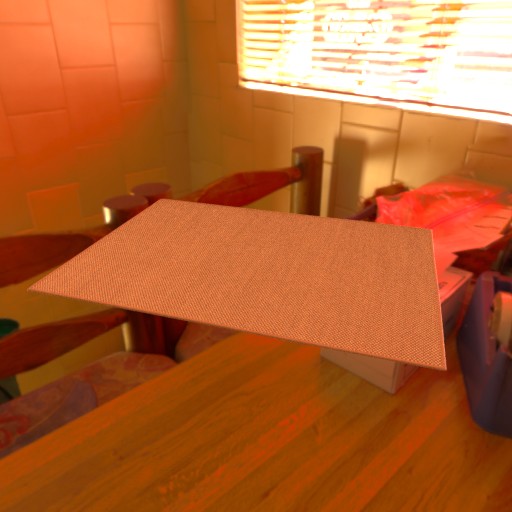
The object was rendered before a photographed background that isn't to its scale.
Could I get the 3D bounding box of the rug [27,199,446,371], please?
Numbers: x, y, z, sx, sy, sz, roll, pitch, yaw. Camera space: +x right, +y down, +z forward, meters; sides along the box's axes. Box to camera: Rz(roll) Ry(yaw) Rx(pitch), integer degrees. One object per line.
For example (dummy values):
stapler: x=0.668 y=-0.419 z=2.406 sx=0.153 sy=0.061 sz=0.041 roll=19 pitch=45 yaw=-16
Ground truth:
rug: x=0.000 y=0.000 z=2.762 sx=2.134 sy=0.013 sz=1.524 roll=8 pitch=28 yaw=15
